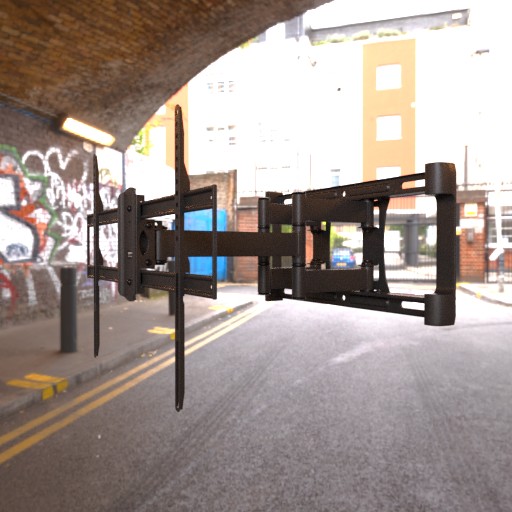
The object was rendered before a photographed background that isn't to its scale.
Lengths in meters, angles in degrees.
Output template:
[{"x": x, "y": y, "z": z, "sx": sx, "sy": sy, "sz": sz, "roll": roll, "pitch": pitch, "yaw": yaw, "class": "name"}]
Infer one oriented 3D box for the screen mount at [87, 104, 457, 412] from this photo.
[{"x": 0.000, "y": 0.000, "z": 1.076, "sx": 0.644, "sy": 0.491, "sz": 0.661, "roll": 0, "pitch": 1, "yaw": -36, "class": "screen mount"}]
